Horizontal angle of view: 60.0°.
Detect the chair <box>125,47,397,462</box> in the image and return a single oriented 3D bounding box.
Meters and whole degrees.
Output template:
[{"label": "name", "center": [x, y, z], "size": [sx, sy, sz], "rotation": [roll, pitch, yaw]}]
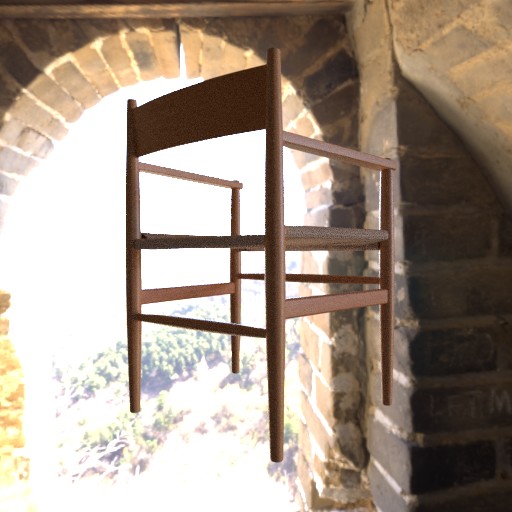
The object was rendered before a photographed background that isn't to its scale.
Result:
[{"label": "chair", "center": [0.000, 0.000, 1.123], "size": [0.556, 0.762, 0.495], "rotation": [0, 0, 38]}]
